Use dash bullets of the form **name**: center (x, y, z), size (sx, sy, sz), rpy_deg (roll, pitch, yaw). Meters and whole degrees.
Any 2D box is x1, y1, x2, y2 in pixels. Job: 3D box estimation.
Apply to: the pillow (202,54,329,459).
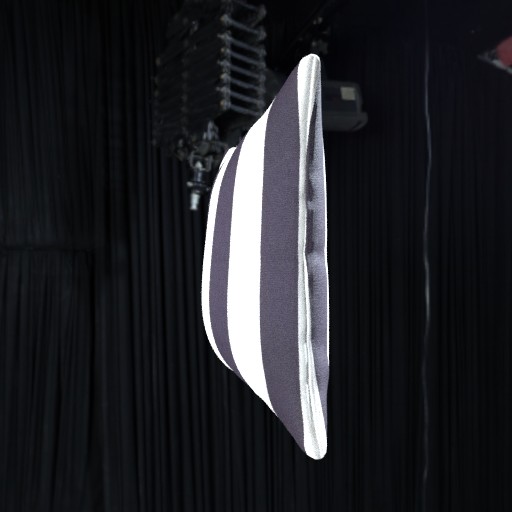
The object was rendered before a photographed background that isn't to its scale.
- **pillow**: center (0.000, 0.000, 0.817), size (0.189, 0.526, 0.536), rpy_deg (0, -1, -17)
